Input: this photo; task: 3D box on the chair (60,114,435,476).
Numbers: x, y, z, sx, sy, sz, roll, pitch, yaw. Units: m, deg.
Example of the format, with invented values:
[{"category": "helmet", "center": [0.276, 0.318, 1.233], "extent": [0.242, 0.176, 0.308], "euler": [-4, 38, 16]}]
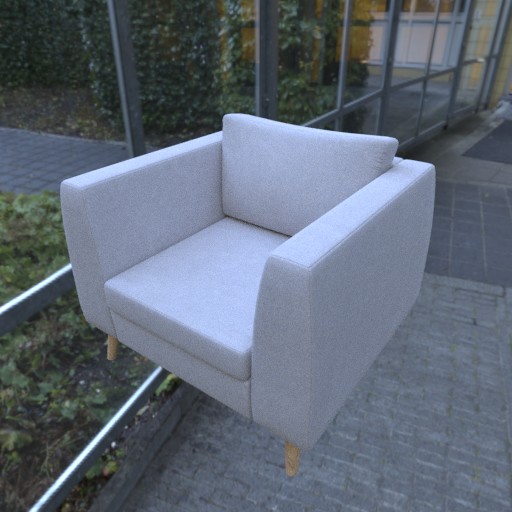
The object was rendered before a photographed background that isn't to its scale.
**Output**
[{"category": "chair", "center": [0.000, 0.000, 1.644], "extent": [1.000, 0.860, 0.930], "euler": [20, 35, 31]}]
